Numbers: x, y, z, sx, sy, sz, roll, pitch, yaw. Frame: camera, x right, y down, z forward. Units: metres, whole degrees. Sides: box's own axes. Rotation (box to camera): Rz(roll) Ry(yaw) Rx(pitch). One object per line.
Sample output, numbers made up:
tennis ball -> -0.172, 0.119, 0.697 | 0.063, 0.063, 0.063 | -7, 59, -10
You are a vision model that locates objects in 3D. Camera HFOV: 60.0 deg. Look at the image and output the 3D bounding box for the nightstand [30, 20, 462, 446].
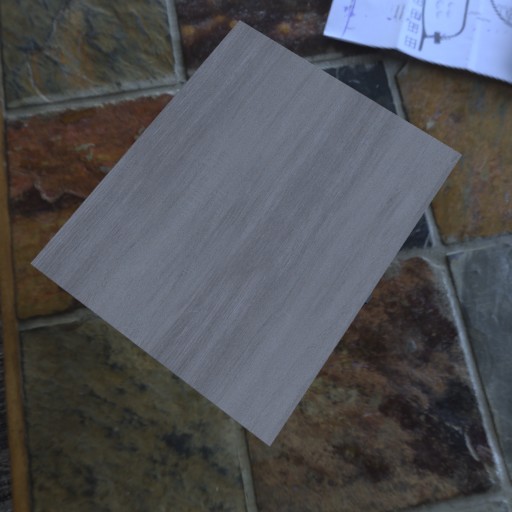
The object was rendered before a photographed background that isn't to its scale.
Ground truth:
nightstand -> 0.000, 0.000, 0.821 | 0.380, 0.500, 0.450 | 35, 79, 8
